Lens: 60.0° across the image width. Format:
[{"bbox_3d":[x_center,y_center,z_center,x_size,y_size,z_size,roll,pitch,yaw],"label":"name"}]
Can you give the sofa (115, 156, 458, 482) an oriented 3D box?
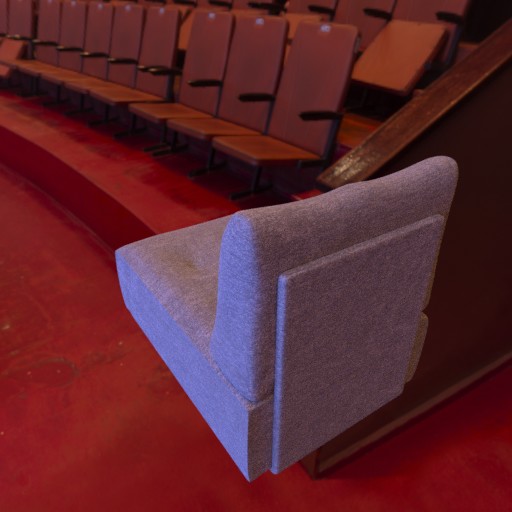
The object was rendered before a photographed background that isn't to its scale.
[{"bbox_3d":[0.000,0.000,1.528,0.700,0.820,1.000,-19,36,-29],"label":"sofa"}]
